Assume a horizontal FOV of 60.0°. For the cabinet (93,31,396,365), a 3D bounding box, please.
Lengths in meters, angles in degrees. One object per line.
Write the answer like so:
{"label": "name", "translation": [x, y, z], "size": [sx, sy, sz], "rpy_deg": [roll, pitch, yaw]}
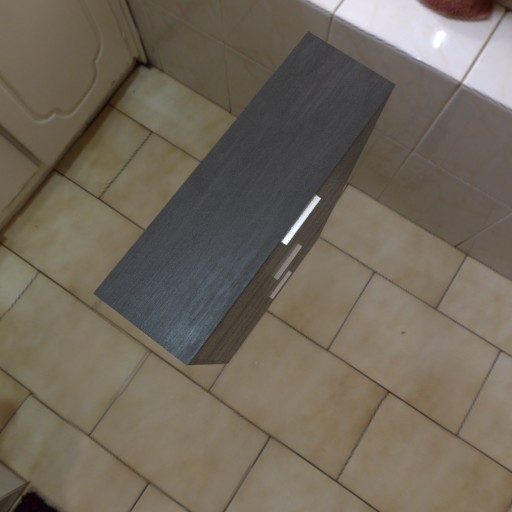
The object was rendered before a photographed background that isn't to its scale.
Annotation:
{"label": "cabinet", "translation": [0.000, 0.000, 1.550], "size": [0.250, 1.280, 0.750], "rpy_deg": [35, 79, 8]}
